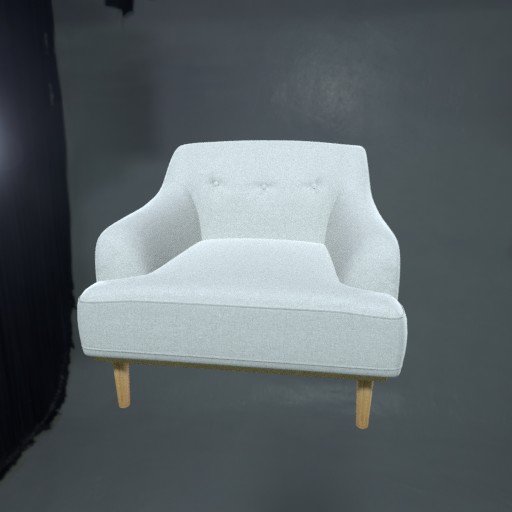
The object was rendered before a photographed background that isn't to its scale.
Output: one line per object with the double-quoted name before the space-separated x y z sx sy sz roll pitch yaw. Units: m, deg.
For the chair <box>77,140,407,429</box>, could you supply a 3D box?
"chair" 0.000 0.000 1.640 0.946 0.818 0.951 2 15 8
